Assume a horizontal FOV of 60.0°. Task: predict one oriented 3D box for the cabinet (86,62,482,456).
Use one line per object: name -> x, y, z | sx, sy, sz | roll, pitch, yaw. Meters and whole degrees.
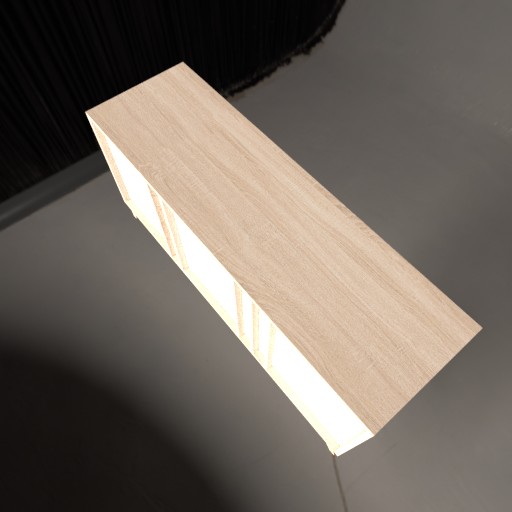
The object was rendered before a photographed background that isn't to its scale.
cabinet -> 0.000, 0.000, 1.974 | 0.500, 0.780, 1.649 | -36, 67, -18
